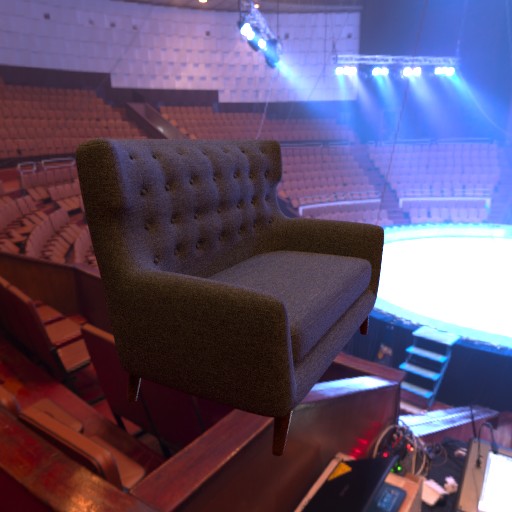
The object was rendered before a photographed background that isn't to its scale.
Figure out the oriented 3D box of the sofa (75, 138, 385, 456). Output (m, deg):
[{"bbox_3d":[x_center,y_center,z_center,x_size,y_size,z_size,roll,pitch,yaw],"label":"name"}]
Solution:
[{"bbox_3d":[0.000,0.000,2.006,0.874,1.028,1.358,8,16,27],"label":"sofa"}]
